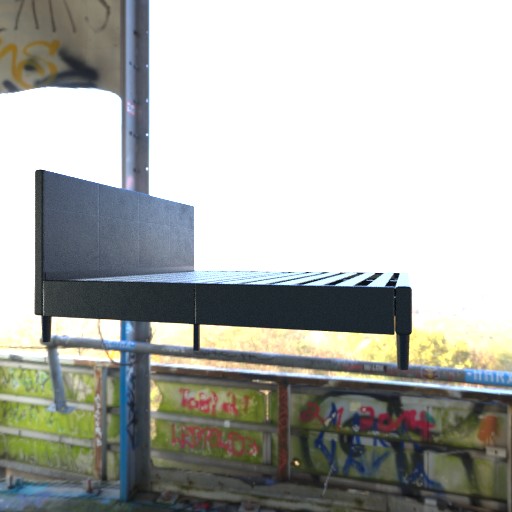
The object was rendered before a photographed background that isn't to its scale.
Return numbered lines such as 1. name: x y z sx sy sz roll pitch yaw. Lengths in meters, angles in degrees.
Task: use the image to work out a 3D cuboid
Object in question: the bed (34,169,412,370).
1. bed: 0.000 0.000 3.280 2.152 1.046 2.018 0 0 19
